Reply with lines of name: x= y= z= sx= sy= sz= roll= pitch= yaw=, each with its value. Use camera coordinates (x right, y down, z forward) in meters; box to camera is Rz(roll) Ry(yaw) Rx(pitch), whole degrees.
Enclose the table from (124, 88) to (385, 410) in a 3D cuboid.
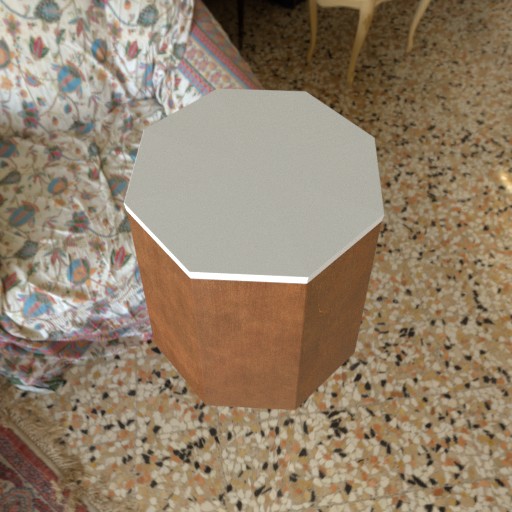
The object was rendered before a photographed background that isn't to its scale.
table: x=0.000 y=0.000 z=0.813 sx=0.439 sy=0.457 sz=0.439 roll=1 pitch=58 yaw=1
